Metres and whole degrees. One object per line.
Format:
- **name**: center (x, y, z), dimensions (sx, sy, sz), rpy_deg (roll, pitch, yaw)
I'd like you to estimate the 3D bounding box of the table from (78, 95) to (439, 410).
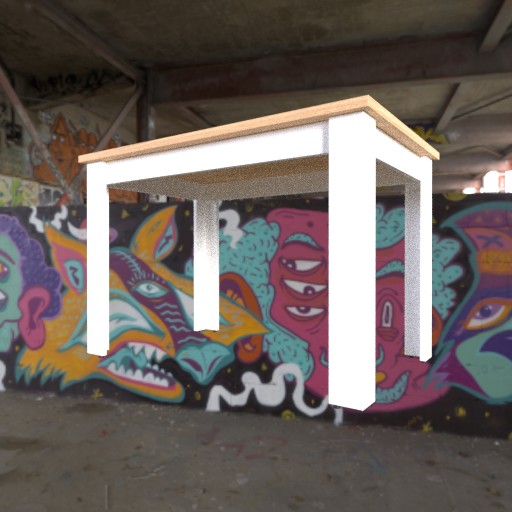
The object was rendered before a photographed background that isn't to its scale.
- **table**: center (0.000, 0.000, 1.601), dimensions (1.100, 0.734, 0.700), rpy_deg (0, 0, 35)
